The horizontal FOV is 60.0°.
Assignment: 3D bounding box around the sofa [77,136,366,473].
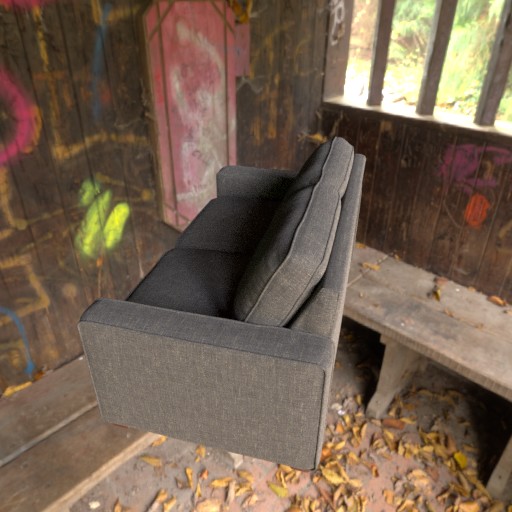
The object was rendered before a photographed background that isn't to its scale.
[{"bbox_3d":[0.000,0.000,2.269,0.947,0.918,1.709,8,32,13],"label":"sofa"}]
